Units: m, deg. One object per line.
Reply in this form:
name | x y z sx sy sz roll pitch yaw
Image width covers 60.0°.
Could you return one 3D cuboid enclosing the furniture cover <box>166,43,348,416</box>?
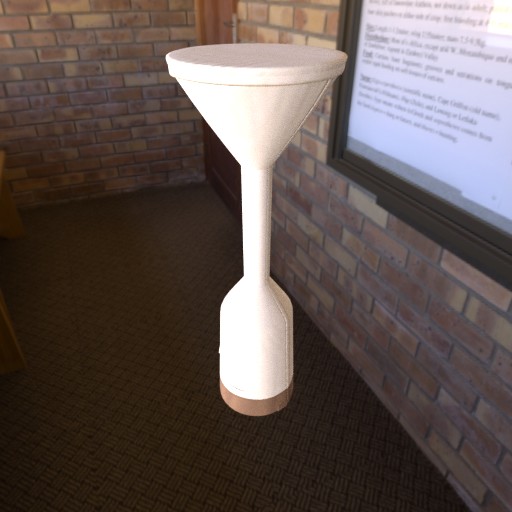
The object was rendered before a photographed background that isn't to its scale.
furniture cover | 0.000 0.000 2.875 0.914 2.413 0.914 20 37 29
